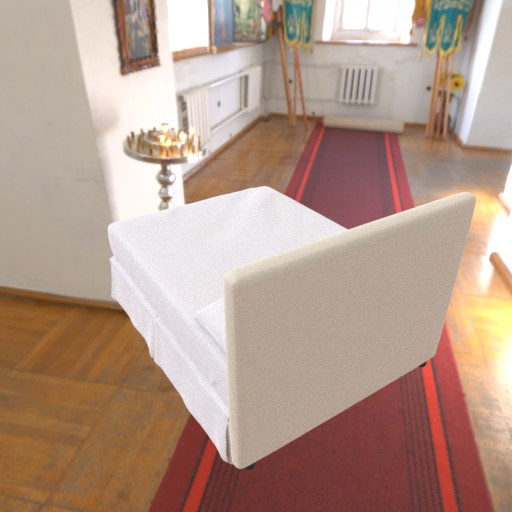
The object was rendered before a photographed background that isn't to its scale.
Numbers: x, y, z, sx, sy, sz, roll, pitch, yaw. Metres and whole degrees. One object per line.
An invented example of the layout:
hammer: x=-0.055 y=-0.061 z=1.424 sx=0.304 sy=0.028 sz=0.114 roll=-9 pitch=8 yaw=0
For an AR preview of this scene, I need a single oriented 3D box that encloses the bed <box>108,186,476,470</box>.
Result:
bed: x=0.000 y=0.000 z=3.238 sx=1.714 sy=1.330 sz=2.147 roll=-18 pitch=35 yaw=-28
